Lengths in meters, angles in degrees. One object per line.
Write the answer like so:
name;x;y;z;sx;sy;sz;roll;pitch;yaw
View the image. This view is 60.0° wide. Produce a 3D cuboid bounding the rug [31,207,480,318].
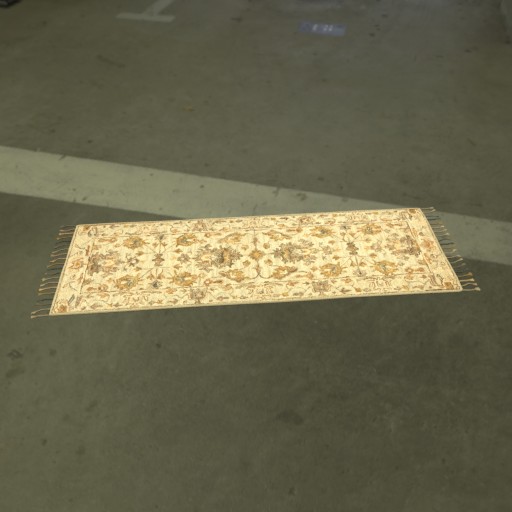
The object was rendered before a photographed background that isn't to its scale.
rug;0.000;0.000;2.631;2.438;0.021;0.729;-3;46;-3
